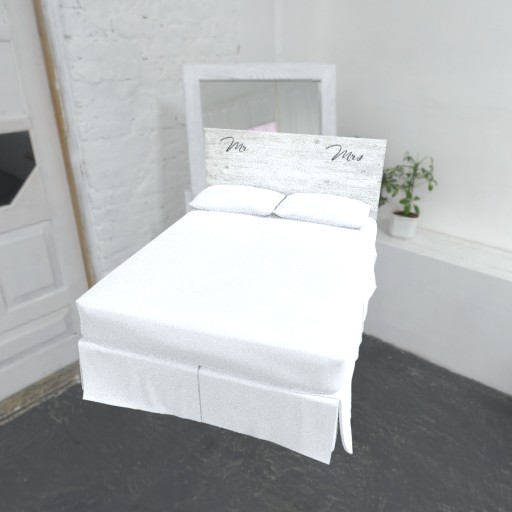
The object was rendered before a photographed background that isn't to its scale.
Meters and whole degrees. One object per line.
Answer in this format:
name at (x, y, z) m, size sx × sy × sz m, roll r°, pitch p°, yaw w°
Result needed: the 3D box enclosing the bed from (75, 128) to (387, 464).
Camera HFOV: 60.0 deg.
bed at (0.000, 0.000, 3.196) m, size 1.745 × 1.335 × 2.094 m, roll 9°, pitch 28°, yaw 16°
